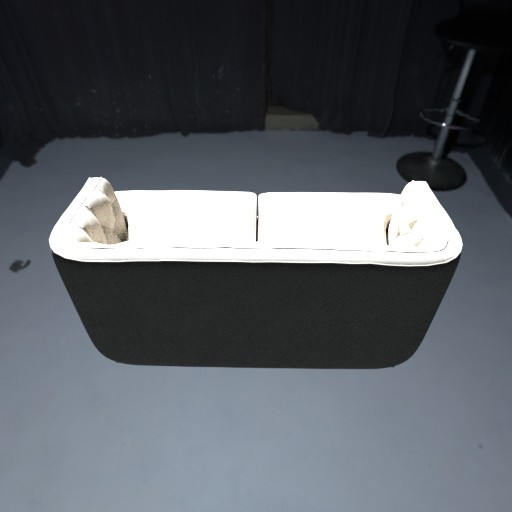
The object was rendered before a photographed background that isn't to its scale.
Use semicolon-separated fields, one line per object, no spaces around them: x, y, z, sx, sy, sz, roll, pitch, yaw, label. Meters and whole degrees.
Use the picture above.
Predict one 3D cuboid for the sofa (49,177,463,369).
0.000;0.000;2.260;1.731;0.878;0.940;1;45;1;sofa
